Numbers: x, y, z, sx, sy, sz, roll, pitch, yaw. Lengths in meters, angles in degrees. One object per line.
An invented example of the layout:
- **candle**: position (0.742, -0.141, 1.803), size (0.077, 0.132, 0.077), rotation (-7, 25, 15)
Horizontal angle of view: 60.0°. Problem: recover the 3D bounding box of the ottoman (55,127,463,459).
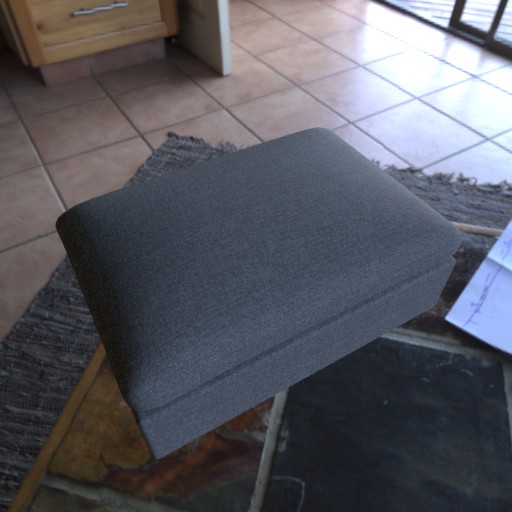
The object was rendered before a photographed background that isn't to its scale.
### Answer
- **ottoman**: position (0.000, 0.000, 1.420), size (1.041, 0.483, 0.711), rotation (-23, 51, -20)
